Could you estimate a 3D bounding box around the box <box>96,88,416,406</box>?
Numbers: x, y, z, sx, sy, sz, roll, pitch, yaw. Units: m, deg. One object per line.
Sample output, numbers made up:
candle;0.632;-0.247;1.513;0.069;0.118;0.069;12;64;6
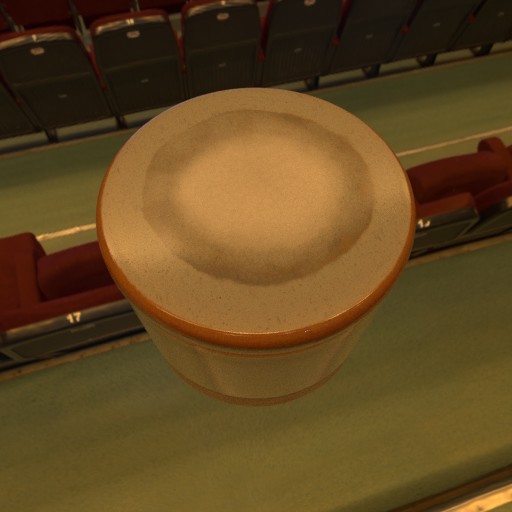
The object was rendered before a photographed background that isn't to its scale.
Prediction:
box;0.000;0.000;0.211;0.123;0.100;0.123;0;59;0
